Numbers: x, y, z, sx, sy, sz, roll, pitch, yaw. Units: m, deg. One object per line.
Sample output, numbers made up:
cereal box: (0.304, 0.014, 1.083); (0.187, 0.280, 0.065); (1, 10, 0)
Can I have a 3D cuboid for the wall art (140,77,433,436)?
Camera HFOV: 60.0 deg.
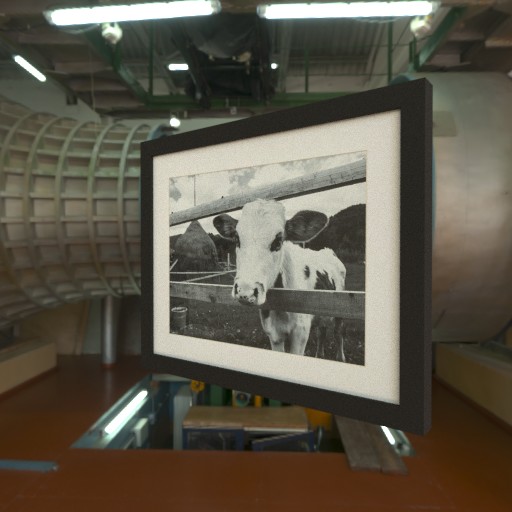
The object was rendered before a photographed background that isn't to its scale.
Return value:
wall art: (0.000, 0.000, 0.536); (0.404, 0.329, 0.024); (1, 1, 37)
